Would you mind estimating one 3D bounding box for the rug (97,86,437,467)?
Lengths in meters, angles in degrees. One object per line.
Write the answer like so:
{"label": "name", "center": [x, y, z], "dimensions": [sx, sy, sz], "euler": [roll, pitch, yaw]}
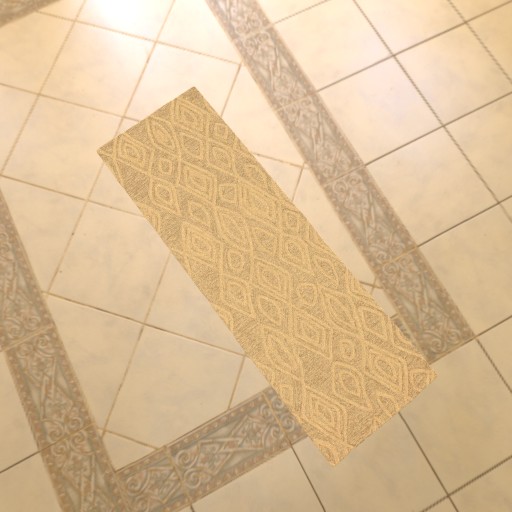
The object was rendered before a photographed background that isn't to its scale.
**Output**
{"label": "rug", "center": [0.000, 0.000, 2.741], "dimensions": [0.807, 0.013, 2.436], "euler": [-37, 78, -9]}
